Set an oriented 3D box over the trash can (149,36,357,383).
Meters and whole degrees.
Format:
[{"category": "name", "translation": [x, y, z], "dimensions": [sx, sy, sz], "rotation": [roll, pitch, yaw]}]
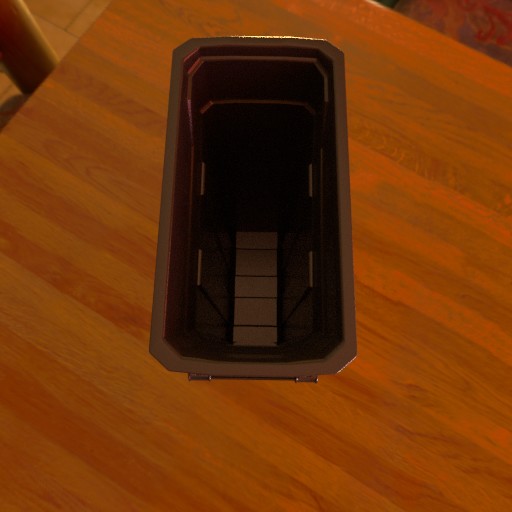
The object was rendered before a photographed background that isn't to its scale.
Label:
[{"category": "trash can", "translation": [0.000, 0.000, 1.027], "dimensions": [0.281, 0.762, 0.559], "rotation": [1, 75, 0]}]
